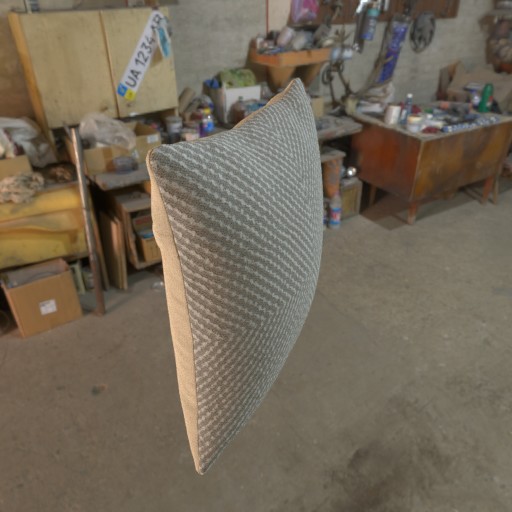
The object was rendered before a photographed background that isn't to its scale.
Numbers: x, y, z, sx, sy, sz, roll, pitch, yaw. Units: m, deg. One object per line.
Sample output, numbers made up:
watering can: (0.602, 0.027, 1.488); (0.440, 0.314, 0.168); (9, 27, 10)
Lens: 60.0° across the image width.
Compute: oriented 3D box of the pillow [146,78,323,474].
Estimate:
pillow: (0.000, 0.000, 0.685); (0.181, 0.458, 0.459); (11, 32, 18)
